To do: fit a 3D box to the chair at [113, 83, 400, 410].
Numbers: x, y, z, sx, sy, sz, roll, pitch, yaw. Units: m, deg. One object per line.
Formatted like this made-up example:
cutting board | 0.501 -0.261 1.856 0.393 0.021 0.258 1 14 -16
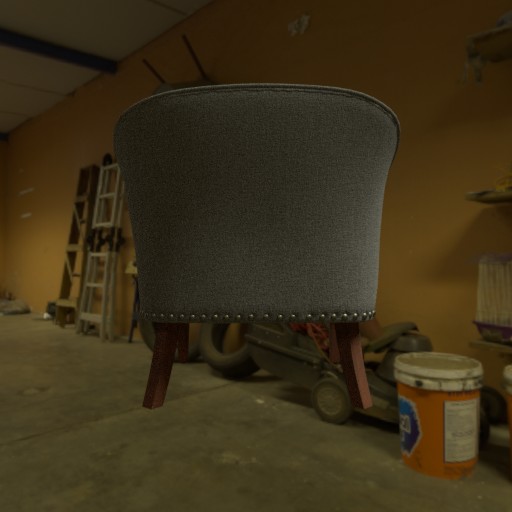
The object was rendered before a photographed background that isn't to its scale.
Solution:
chair | 0.000 0.000 1.392 0.798 0.815 0.704 0 -1 0
